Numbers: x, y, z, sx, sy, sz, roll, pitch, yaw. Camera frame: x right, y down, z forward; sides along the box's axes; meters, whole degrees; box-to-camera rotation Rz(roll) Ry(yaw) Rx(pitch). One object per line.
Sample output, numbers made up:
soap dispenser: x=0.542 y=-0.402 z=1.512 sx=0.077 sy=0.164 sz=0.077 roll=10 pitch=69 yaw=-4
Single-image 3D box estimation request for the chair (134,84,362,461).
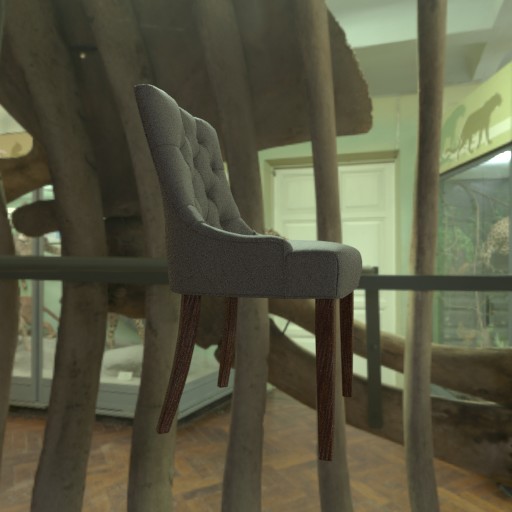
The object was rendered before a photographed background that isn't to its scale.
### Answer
chair: x=0.000 y=0.000 z=1.238 sx=0.565 sy=0.874 sz=0.509 roll=0 pitch=0 yaw=17
